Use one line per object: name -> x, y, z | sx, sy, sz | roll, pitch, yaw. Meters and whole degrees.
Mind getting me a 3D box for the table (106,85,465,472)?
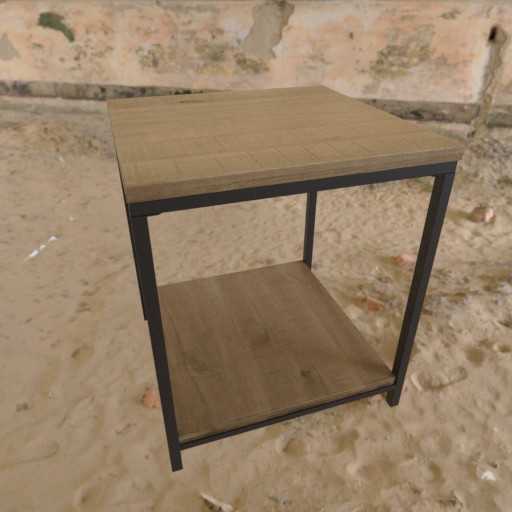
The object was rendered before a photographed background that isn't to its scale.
table -> 0.000, 0.000, 0.965 | 0.507, 0.589, 0.503 | -10, 33, -16
